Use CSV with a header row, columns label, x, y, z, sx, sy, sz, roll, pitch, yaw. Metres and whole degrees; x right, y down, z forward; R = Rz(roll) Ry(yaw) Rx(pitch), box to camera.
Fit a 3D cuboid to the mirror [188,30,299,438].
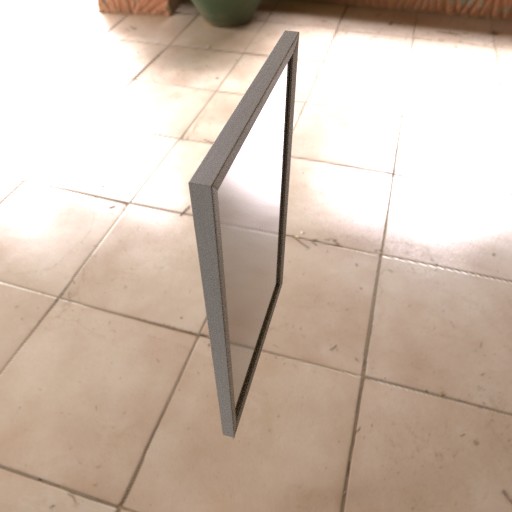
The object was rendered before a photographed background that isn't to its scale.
label,x,y,z,sx,sy,sz,roll,pitch,yaw
mirror,0.000,0.000,1.168,0.040,0.915,0.609,12,48,11
